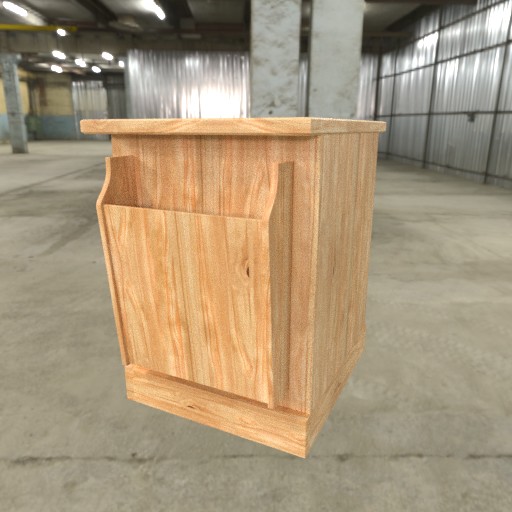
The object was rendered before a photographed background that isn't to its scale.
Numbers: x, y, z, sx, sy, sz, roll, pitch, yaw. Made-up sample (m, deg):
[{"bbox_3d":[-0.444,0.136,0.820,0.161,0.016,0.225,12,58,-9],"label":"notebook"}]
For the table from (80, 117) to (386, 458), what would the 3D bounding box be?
[{"bbox_3d":[0.000,0.000,0.882,0.380,0.515,0.530,8,18,25],"label":"table"}]
